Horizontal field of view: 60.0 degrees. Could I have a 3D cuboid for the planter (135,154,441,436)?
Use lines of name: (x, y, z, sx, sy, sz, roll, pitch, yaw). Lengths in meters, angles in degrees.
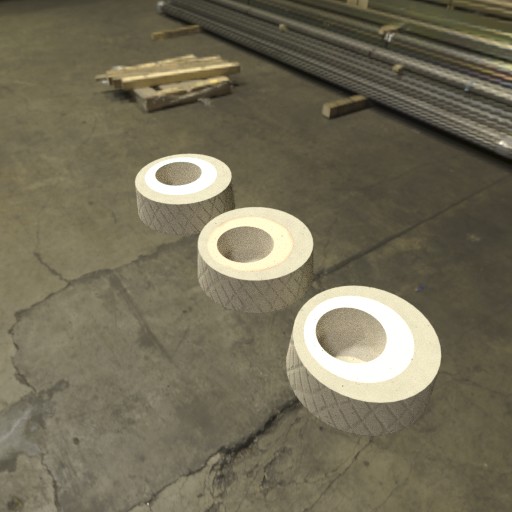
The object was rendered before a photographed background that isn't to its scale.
planter: (0.000, 0.000, 0.424, 0.114, 0.038, 0.390, -25, 47, -26)
